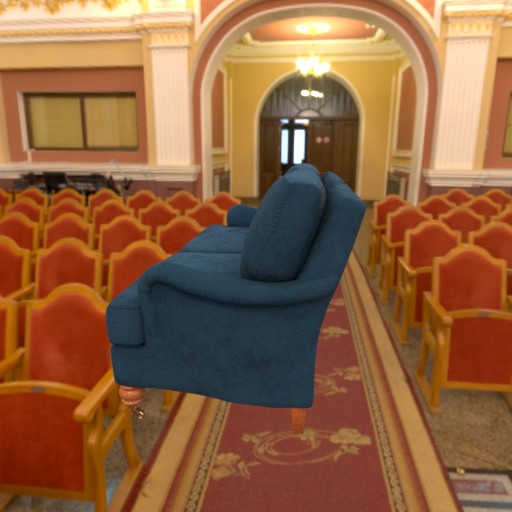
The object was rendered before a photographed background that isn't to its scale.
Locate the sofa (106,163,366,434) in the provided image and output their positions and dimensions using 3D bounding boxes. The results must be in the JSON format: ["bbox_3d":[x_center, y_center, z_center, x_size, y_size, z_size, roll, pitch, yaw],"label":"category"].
[{"bbox_3d":[0.000,0.000,2.802,1.084,1.101,2.141,2,14,7],"label":"sofa"}]
